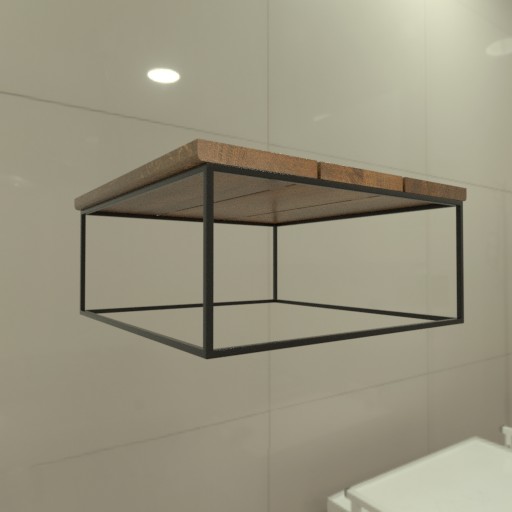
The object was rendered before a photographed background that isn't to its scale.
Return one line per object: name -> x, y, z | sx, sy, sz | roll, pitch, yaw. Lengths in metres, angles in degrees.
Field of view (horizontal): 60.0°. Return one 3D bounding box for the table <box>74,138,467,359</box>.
table -> 0.000, 0.000, 1.422 | 0.900, 0.400, 0.900 | 1, -1, -35
